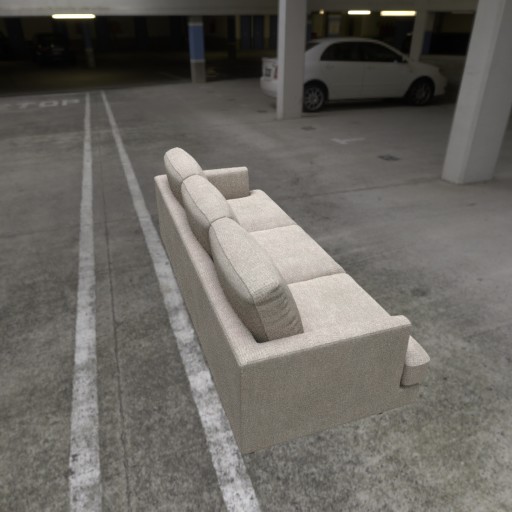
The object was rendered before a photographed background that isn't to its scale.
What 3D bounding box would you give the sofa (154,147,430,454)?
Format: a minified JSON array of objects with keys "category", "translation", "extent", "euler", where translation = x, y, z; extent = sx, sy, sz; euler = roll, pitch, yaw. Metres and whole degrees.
[{"category":"sofa","translation":[0.000,0.000,2.748],"extent":[0.903,0.930,2.246],"euler":[-10,30,-17]}]
